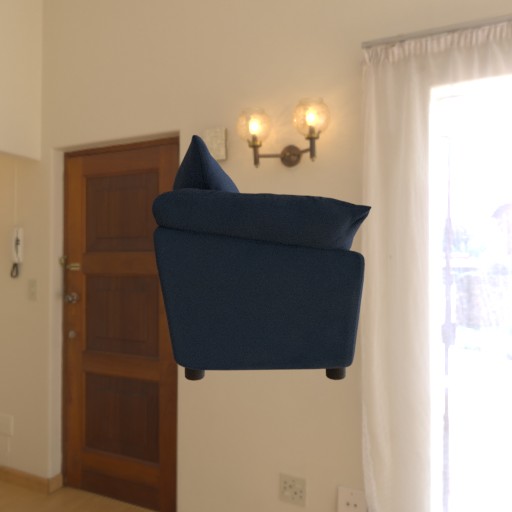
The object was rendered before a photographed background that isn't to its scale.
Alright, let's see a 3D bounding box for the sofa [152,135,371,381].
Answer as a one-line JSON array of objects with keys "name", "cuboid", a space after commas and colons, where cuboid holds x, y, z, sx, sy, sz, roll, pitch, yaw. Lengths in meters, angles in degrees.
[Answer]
[{"name": "sofa", "cuboid": [0.000, 0.000, 2.903, 0.907, 1.091, 2.390, 0, -1, -1]}]
